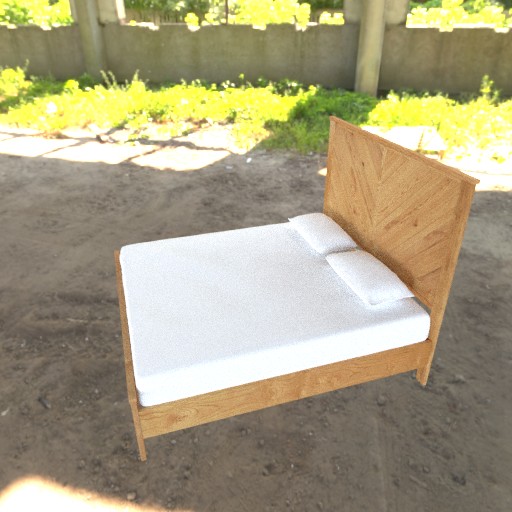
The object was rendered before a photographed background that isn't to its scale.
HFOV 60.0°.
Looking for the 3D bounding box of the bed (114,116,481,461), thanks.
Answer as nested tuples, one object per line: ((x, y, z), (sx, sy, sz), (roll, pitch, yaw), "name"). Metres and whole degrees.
((0.000, 0.000, 4.103), (2.530, 1.938, 2.225), (-9, 30, -16), "bed")
